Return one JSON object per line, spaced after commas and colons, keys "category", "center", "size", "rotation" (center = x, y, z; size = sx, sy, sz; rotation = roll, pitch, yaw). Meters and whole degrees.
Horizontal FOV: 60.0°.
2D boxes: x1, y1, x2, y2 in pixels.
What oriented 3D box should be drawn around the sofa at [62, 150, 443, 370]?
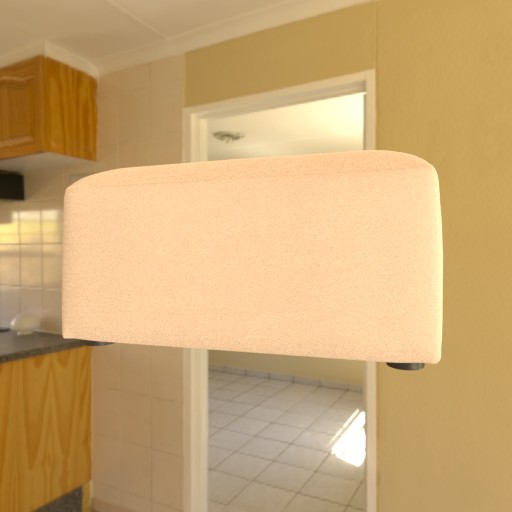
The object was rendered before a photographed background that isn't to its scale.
{"category": "sofa", "center": [0.000, 0.000, 1.234], "size": [0.930, 0.470, 0.480], "rotation": [0, 0, 18]}
